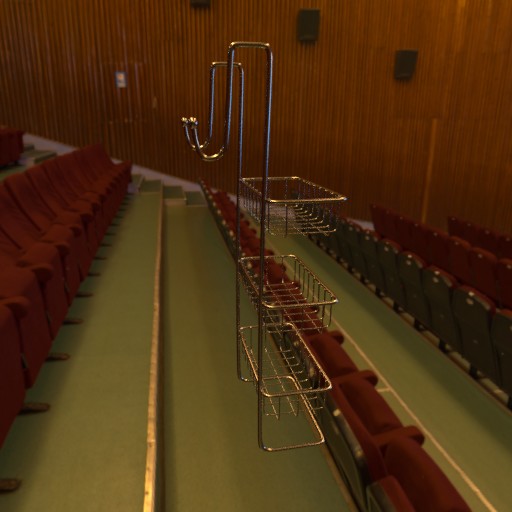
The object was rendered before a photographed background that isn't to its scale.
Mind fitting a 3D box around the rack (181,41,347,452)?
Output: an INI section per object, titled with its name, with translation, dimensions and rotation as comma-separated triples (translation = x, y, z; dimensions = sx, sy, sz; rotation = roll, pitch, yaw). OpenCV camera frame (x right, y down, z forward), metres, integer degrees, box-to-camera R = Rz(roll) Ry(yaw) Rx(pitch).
[rack]
translation = 0.000, 0.000, 0.687
dimensions = 0.202, 0.574, 0.228
rotation = -3, 18, -11
